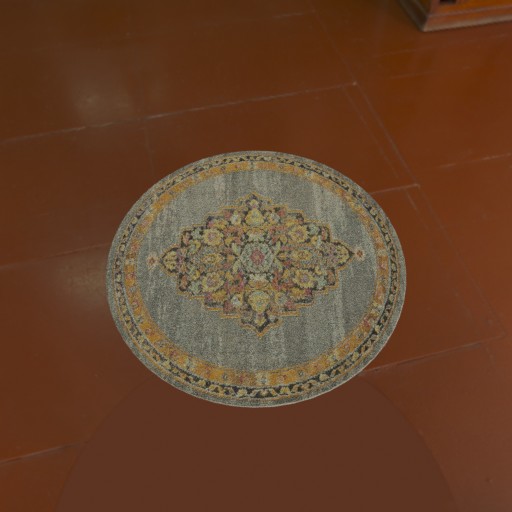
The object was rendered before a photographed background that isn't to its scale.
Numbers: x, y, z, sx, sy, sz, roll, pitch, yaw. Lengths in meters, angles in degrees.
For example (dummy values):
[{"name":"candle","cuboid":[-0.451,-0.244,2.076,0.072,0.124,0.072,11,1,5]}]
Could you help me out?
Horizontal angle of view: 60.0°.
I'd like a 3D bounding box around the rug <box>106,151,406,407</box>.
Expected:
[{"name":"rug","cuboid":[0.000,0.000,2.398,1.598,0.010,1.598,0,57,0]}]
